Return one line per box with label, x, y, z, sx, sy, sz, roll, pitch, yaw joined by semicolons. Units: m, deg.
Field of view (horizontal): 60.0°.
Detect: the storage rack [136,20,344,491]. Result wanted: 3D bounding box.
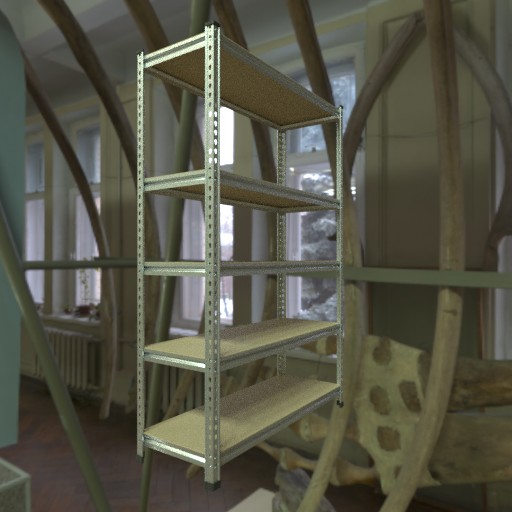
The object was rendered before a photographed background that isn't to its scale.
storage rack;0.000;0.000;2.344;0.457;1.829;1.219;0;0;35
